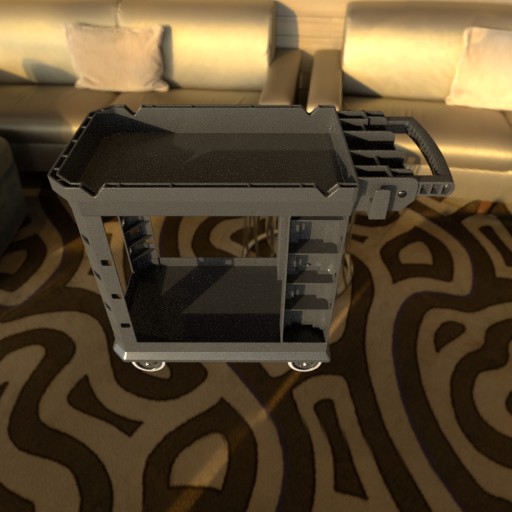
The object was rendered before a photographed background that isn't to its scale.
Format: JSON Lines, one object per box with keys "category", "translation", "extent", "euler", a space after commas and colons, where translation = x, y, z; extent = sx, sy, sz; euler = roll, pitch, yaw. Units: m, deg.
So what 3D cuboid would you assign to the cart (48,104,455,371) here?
{"category": "cart", "translation": [0.000, 0.000, 1.558], "extent": [1.061, 0.884, 0.497], "euler": [0, 42, 0]}
